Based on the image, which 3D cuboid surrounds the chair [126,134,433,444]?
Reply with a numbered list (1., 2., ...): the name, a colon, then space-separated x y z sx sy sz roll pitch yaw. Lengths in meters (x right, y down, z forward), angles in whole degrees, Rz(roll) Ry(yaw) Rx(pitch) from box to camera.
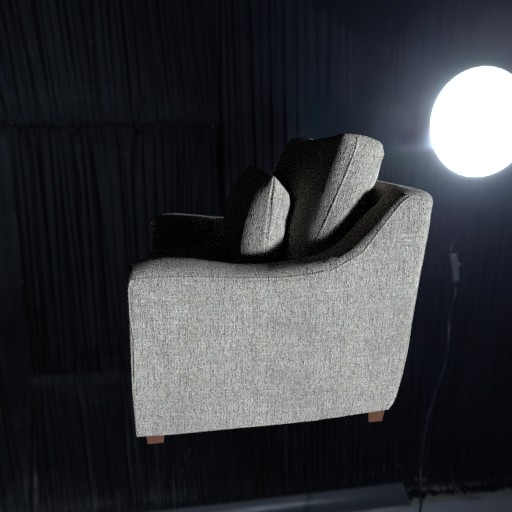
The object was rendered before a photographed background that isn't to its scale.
1. chair: 0.000 0.000 1.965 1.009 1.037 1.138 -2 15 -8
